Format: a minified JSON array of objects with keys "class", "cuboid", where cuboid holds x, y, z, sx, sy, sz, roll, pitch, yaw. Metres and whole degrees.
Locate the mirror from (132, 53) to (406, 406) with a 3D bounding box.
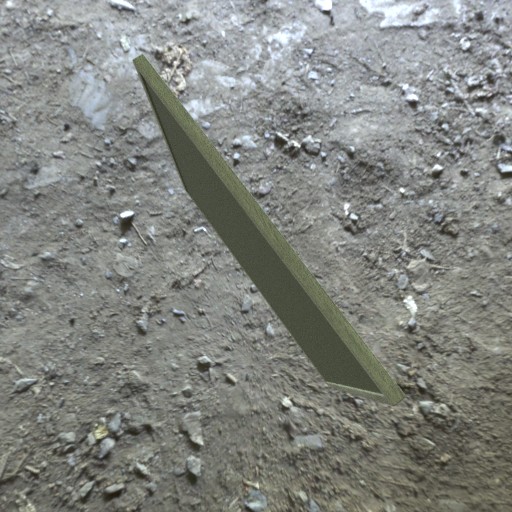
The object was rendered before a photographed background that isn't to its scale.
[{"class":"mirror","cuboid":[0.000,0.000,1.167,0.028,0.689,0.839,-35,79,-8]}]
